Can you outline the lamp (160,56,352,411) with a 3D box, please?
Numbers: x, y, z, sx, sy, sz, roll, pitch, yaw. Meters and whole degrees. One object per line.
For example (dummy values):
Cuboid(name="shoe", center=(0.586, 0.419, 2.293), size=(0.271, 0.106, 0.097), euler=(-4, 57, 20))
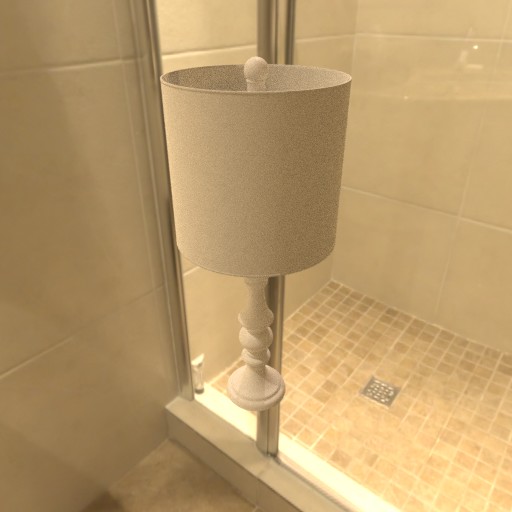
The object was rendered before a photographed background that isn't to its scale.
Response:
Cuboid(name="lamp", center=(0.000, 0.000, 0.725), size=(0.250, 0.597, 0.250), euler=(1, 30, 2))
